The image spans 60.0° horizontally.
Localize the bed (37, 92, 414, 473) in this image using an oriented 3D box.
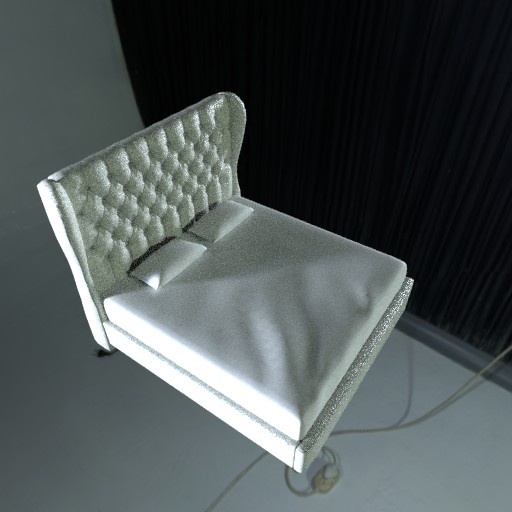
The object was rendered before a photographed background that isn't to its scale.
[{"bbox_3d":[0.000,0.000,3.866,2.347,1.771,2.219,25,47,26],"label":"bed"}]
